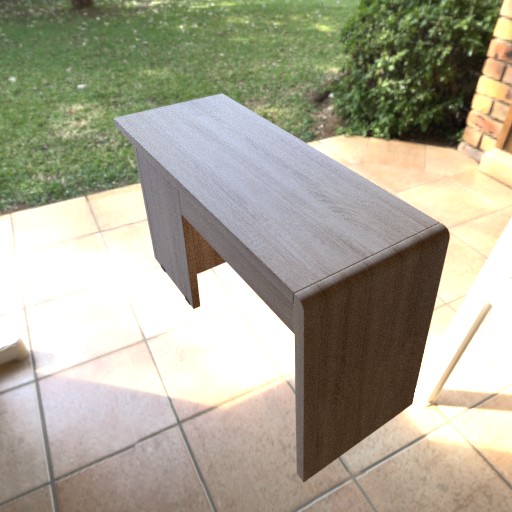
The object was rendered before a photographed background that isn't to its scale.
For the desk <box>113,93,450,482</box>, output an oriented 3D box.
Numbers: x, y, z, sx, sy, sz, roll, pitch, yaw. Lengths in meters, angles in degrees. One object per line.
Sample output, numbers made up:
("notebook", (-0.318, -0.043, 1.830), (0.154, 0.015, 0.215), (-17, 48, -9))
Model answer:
("desk", (0.000, 0.000, 1.683), (0.500, 0.750, 1.300), (-23, 45, -25))
